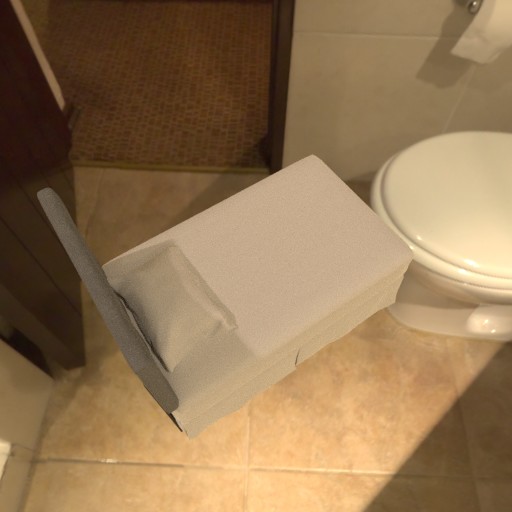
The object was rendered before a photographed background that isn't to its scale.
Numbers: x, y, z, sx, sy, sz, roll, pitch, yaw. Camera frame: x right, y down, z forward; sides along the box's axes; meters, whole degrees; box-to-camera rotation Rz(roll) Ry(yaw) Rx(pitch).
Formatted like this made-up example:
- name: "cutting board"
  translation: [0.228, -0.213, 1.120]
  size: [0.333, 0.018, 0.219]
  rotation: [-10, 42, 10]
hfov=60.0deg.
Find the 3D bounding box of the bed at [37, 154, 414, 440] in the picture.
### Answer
- name: "bed"
  translation: [0.000, 0.000, 2.979]
  size: [1.997, 1.571, 1.261]
  rotation: [-30, 64, -17]
